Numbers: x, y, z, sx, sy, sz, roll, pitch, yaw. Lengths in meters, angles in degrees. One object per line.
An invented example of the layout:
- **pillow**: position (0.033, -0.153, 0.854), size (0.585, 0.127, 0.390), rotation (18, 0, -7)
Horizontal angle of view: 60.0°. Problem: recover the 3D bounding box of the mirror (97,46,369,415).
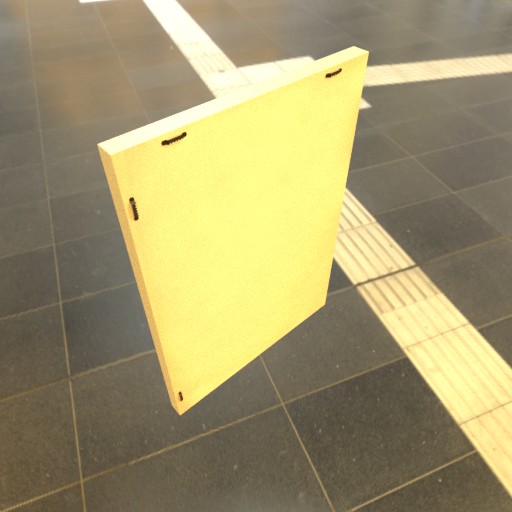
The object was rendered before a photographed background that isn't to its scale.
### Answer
- **mirror**: position (0.000, 0.000, 0.925), size (0.507, 0.710, 0.040), rotation (-32, 53, -28)
